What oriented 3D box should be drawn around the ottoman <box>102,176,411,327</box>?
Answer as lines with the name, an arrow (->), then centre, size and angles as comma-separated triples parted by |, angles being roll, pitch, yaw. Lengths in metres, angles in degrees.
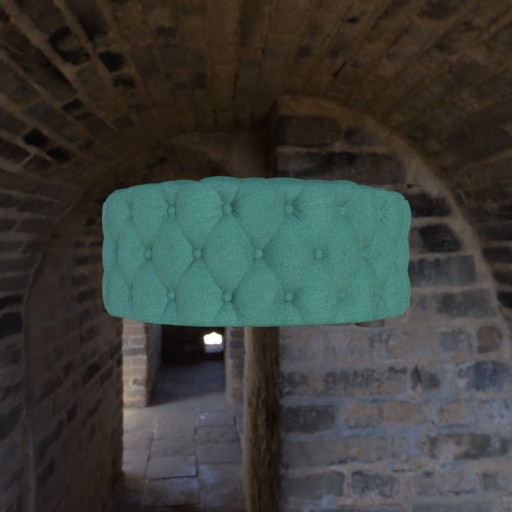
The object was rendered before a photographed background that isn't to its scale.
ottoman -> 0.000, 0.000, 1.505 | 0.998, 0.399, 0.998 | 0, 0, 0
